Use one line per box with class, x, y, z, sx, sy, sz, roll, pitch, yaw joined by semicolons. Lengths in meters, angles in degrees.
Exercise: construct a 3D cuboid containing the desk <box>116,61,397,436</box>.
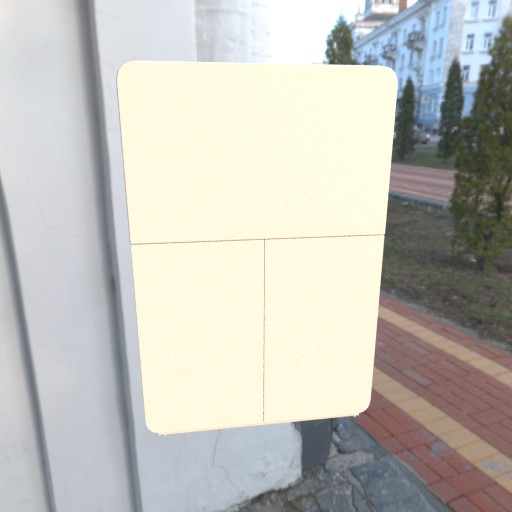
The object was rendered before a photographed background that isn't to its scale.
desk;0.000;0.000;1.523;0.795;1.190;0.278;-3;17;-8
